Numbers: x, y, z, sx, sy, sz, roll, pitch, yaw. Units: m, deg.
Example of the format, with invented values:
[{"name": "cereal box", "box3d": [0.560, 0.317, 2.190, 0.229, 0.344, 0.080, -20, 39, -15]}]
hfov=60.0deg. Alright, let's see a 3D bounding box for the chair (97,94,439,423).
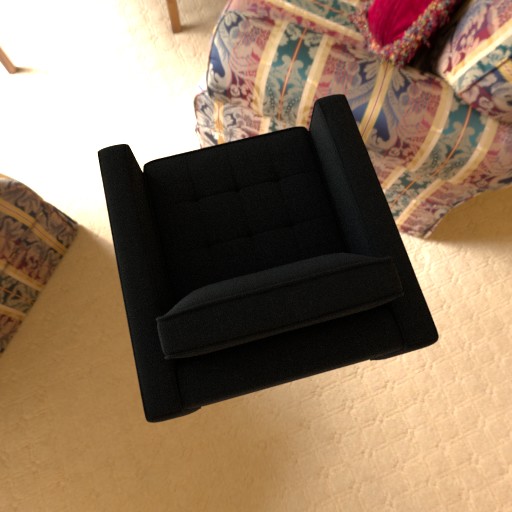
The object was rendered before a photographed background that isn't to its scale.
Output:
[{"name": "chair", "box3d": [0.000, 0.000, 1.585, 0.899, 0.770, 0.920, -14, 73, -5]}]
